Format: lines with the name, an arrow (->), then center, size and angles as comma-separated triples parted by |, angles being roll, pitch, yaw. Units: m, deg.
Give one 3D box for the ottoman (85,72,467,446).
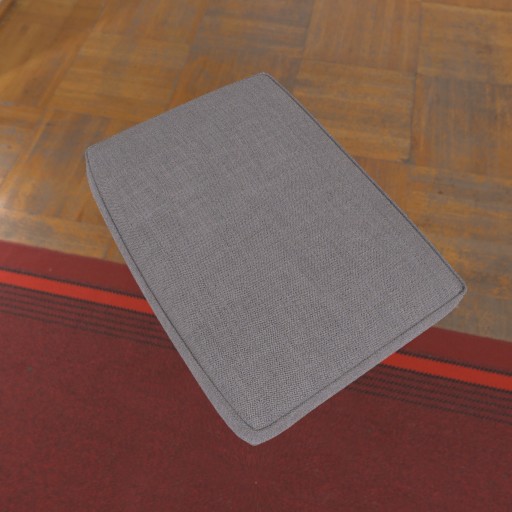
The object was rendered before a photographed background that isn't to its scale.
ottoman -> 0.000, 0.000, 1.094 | 0.555, 0.458, 0.750 | -30, 67, -14
